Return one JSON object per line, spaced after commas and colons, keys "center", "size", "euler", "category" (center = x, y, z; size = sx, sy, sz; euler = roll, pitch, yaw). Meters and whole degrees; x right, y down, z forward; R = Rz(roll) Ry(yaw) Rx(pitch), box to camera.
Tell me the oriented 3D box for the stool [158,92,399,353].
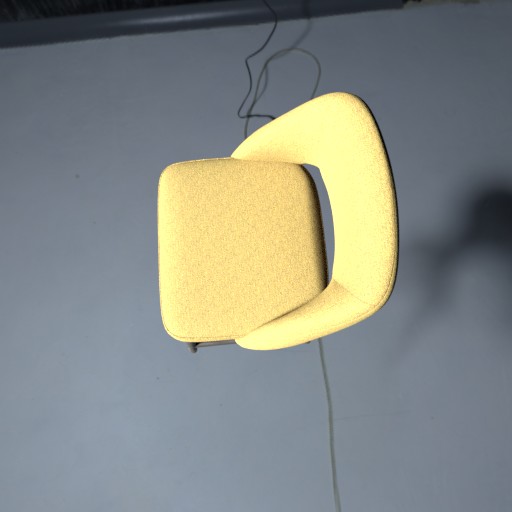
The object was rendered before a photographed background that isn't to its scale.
{"center": [0.000, 0.000, 1.251], "size": [0.522, 0.939, 0.536], "euler": [-4, 76, -1], "category": "stool"}
